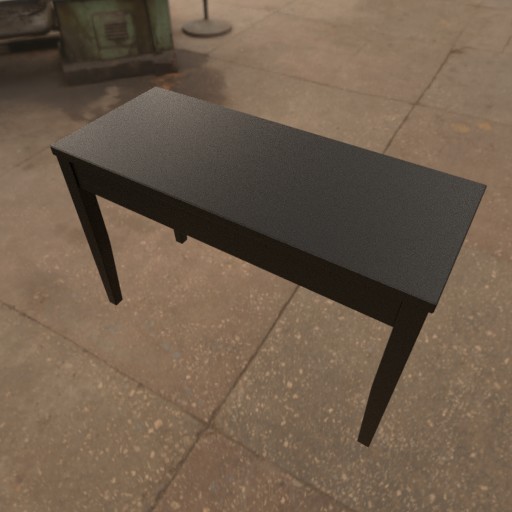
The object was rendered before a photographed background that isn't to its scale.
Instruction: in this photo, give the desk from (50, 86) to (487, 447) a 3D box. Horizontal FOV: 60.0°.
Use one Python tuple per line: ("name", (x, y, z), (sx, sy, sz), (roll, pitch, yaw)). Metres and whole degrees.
("desk", (0.000, 0.000, 1.596), (1.220, 0.775, 0.508), (24, 49, 22))
